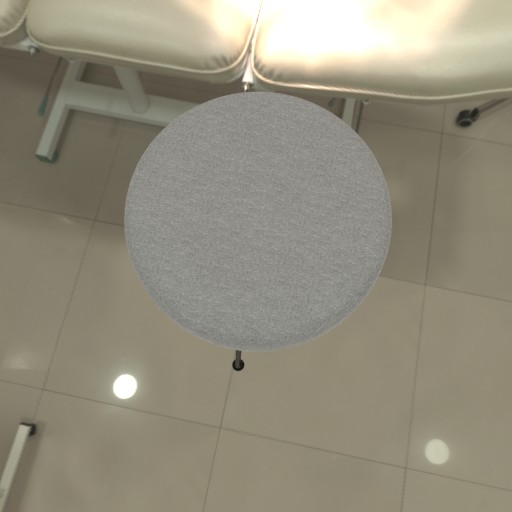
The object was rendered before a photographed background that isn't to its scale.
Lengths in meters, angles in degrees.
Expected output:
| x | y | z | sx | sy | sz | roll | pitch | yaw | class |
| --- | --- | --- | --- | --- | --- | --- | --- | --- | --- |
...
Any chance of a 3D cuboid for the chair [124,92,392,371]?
| x | y | z | sx | sy | sz | roll | pitch | yaw | class |
| --- | --- | --- | --- | --- | --- | --- | --- | --- | --- |
| 0.000 | 0.000 | 0.681 | 0.350 | 0.440 | 0.350 | 11 | 76 | 3 | chair |
